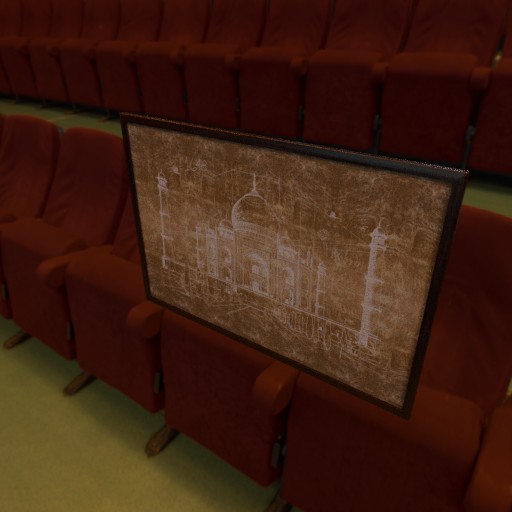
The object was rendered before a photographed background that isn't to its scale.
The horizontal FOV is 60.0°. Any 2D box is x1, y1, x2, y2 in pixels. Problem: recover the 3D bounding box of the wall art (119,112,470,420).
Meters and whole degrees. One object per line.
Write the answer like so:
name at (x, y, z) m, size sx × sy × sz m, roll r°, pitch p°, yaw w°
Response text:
wall art at (0.000, 0.000, 1.037) m, size 0.816 × 0.559 × 0.014 m, roll 18°, pitch 34°, yaw 30°
